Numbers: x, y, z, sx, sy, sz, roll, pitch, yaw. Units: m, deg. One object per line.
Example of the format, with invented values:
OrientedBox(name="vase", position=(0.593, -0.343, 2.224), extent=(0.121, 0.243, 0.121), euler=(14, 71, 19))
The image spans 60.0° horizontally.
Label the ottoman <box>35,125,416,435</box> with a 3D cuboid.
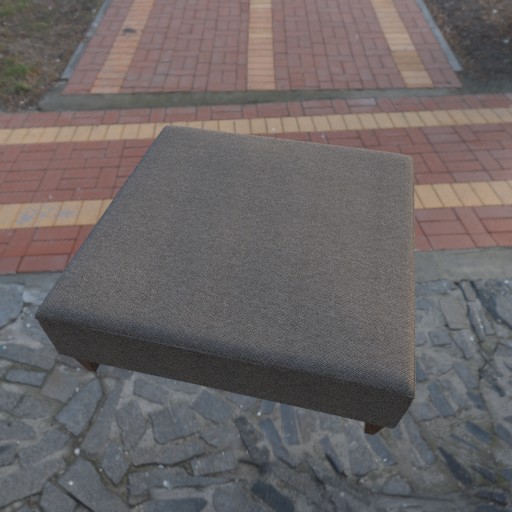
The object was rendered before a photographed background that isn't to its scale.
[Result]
OrientedBox(name="ottoman", position=(0.000, 0.000, 1.503), extent=(0.981, 0.378, 0.970), euler=(10, 48, 9))
